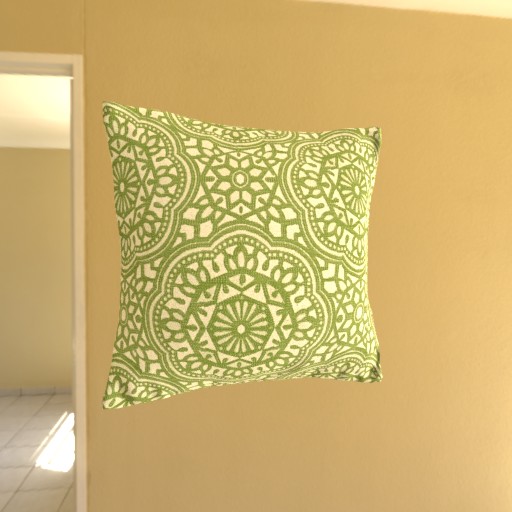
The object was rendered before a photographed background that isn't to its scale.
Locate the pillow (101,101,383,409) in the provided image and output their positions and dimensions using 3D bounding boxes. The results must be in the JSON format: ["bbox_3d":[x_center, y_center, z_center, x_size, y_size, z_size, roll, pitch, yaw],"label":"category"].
[{"bbox_3d":[0.000,0.000,0.665,0.440,0.419,0.162,0,1,-18],"label":"pillow"}]
